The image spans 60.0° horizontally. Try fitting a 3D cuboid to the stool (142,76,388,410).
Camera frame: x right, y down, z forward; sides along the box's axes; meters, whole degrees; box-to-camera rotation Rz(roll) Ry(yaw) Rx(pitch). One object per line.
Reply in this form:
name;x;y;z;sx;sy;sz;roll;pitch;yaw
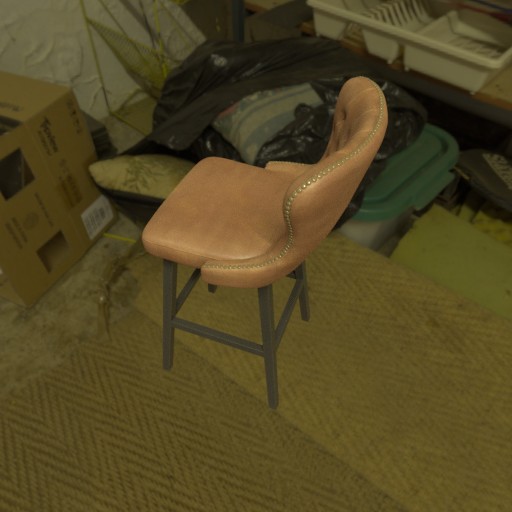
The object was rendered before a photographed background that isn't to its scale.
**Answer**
stool;0.000;0.000;1.396;0.601;1.050;0.528;15;48;14
